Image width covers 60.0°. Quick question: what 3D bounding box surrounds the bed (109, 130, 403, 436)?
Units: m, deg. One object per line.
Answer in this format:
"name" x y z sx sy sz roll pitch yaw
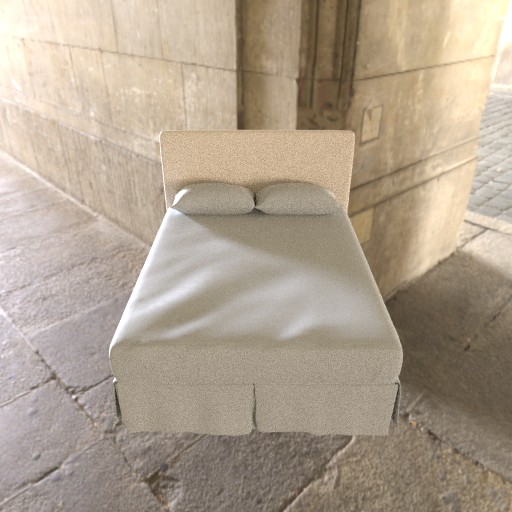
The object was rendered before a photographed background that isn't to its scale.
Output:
"bed" 0.000 0.000 3.265 1.748 1.330 2.142 0 30 0
